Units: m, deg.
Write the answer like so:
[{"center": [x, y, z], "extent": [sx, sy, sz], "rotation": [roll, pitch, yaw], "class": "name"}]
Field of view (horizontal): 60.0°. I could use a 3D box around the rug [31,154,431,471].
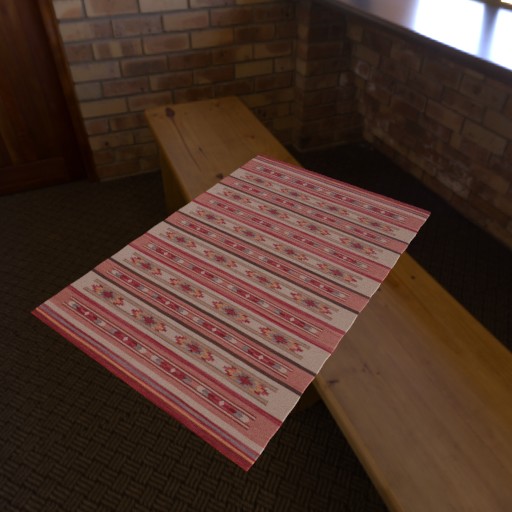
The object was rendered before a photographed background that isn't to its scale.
[{"center": [0.000, 0.000, 2.300], "extent": [1.223, 0.008, 1.817], "rotation": [25, 47, 26], "class": "rug"}]
